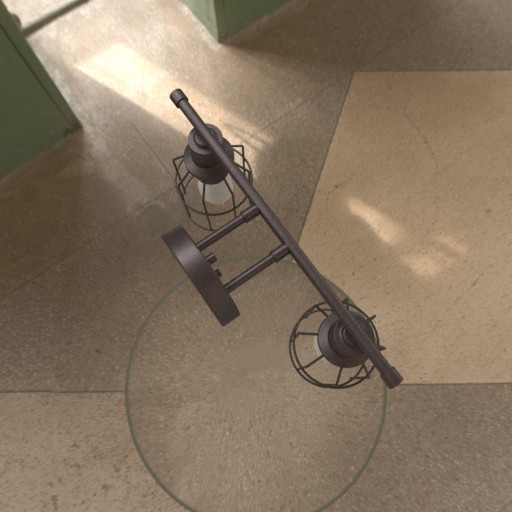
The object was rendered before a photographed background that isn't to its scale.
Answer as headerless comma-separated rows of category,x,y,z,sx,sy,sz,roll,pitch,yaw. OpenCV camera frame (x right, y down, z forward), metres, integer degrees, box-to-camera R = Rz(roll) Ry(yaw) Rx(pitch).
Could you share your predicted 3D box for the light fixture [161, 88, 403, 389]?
light fixture,0.000,0.000,0.544,0.165,0.254,0.406,-34,77,-9
